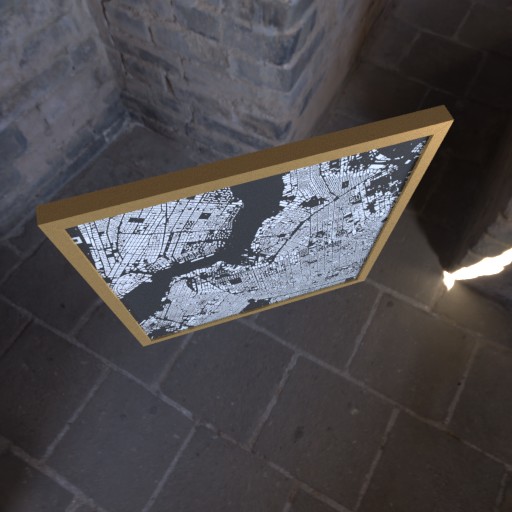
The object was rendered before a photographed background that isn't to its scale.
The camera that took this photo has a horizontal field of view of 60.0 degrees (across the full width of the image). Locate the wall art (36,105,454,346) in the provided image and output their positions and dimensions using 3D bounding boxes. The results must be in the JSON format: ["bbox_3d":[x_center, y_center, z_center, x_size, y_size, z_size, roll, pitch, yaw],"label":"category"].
[{"bbox_3d":[0.000,0.000,2.848,1.926,1.926,0.099,-16,65,-8],"label":"wall art"}]
